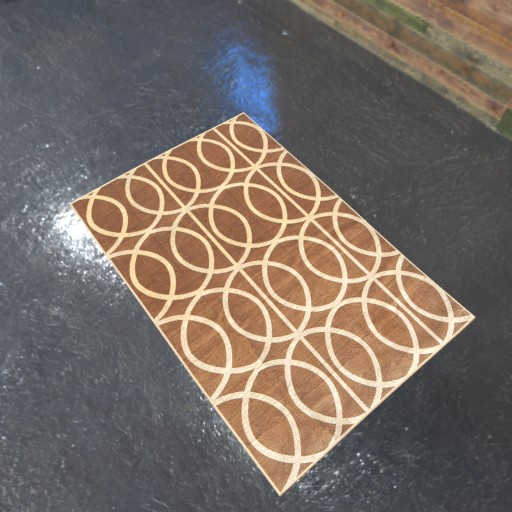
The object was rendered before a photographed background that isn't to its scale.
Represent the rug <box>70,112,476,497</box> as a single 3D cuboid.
[{"bbox_3d":[0.000,0.000,2.858,1.528,0.014,2.294,-34,64,-19],"label":"rug"}]
